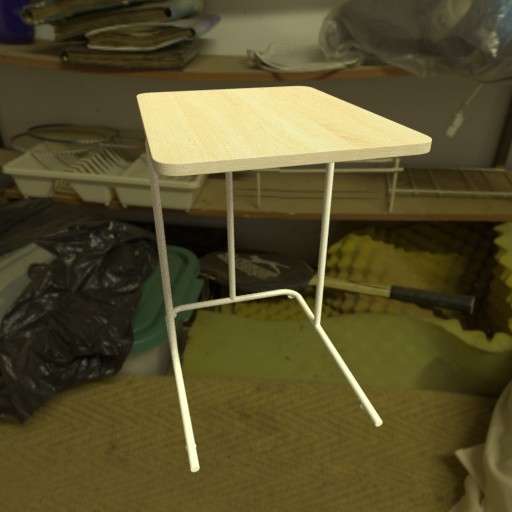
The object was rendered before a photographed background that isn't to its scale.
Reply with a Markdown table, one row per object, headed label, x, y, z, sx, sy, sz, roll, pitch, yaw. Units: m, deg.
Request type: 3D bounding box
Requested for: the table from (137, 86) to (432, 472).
| label | x | y | z | sx | sy | sz | roll | pitch | yaw |
| --- | --- | --- | --- | --- | --- | --- | --- | --- | --- |
| table | 0.000 | 0.000 | 0.873 | 0.370 | 0.550 | 0.480 | -8 | 30 | -14 |
